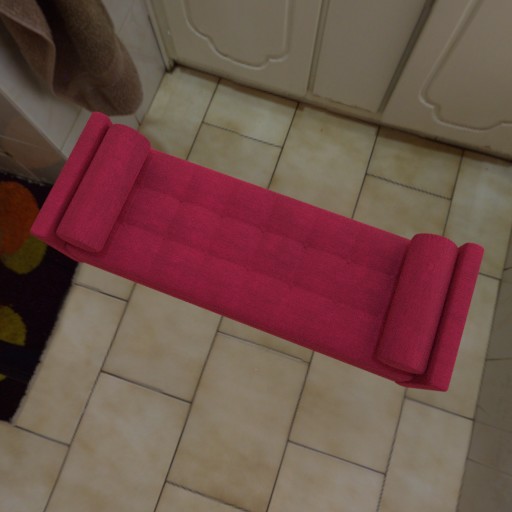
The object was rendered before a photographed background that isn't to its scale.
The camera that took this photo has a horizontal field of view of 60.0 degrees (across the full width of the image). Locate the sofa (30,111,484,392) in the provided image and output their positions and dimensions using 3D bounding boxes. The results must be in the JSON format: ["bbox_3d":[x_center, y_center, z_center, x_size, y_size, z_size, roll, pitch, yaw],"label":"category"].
[{"bbox_3d":[0.000,0.000,2.311,1.981,0.635,0.686,20,77,5],"label":"sofa"}]
